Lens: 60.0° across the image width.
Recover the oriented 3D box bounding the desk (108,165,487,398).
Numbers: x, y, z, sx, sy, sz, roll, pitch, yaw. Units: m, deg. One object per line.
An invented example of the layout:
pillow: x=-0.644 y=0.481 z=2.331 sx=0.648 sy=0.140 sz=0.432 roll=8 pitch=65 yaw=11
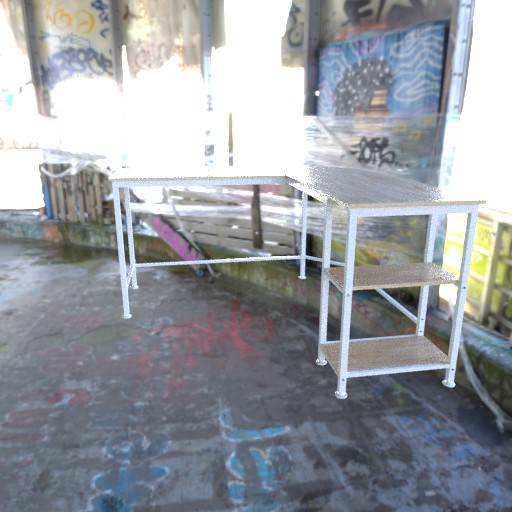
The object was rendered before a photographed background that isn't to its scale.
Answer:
desk: x=0.000 y=0.000 z=2.173 sx=1.379 sy=0.739 sz=1.379 roll=-3 pitch=17 yaw=-9
